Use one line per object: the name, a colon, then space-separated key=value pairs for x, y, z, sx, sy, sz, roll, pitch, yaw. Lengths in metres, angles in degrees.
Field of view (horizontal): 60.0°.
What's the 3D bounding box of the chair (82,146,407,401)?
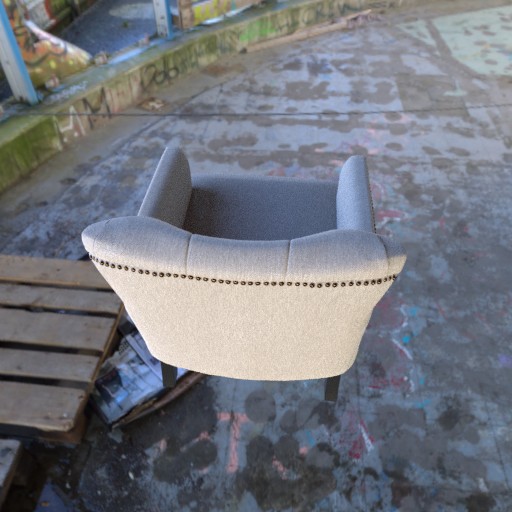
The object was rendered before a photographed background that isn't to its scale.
chair: x=0.000 y=0.000 z=1.479 sx=0.737 sy=0.823 sz=0.902 roll=4 pitch=45 yaw=4
